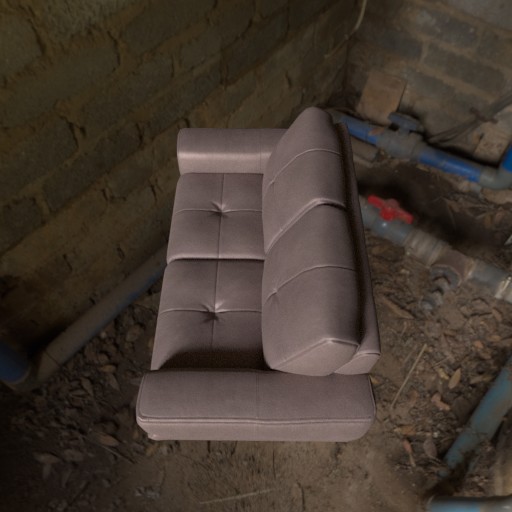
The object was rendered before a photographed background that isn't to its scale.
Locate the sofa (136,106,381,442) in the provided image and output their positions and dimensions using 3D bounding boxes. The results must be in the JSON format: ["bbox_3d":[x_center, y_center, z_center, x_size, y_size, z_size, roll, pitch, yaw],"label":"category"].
[{"bbox_3d":[0.000,0.000,2.362,1.018,0.907,1.806,1,57,0],"label":"sofa"}]
